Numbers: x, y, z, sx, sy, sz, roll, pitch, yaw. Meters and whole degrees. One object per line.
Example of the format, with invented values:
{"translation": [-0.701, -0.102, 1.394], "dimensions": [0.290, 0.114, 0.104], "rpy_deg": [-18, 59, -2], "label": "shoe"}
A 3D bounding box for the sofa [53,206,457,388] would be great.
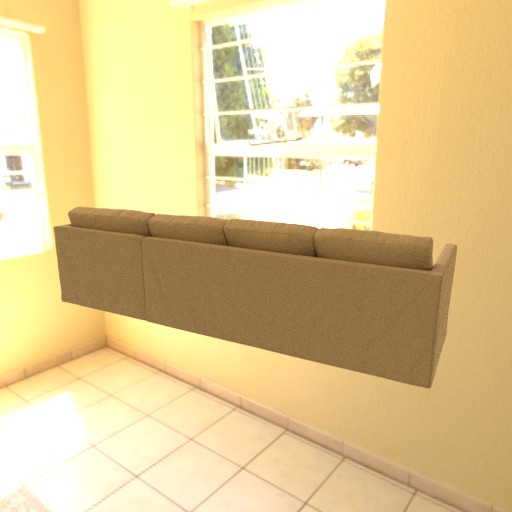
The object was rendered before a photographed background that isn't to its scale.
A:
{"translation": [0.000, 0.000, 3.880], "dimensions": [3.177, 0.867, 1.622], "rpy_deg": [7, 16, 27], "label": "sofa"}
